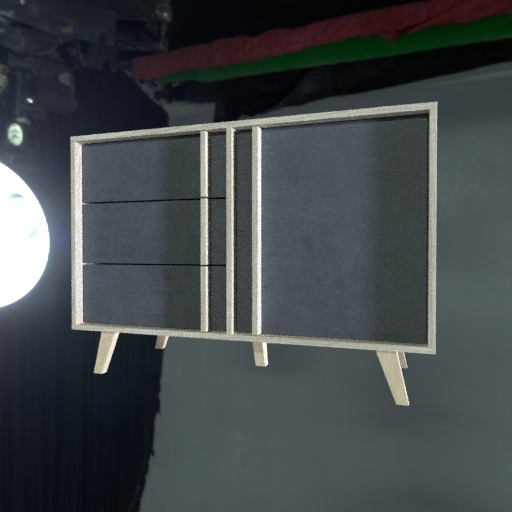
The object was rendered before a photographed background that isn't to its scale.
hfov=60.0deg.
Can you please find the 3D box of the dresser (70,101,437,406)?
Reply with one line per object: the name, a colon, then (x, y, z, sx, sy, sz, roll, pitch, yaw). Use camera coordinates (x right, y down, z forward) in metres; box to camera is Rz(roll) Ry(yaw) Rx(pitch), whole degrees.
dresser: (0.000, 0.000, 1.516, 1.110, 0.780, 0.500, 0, 1, 18)
